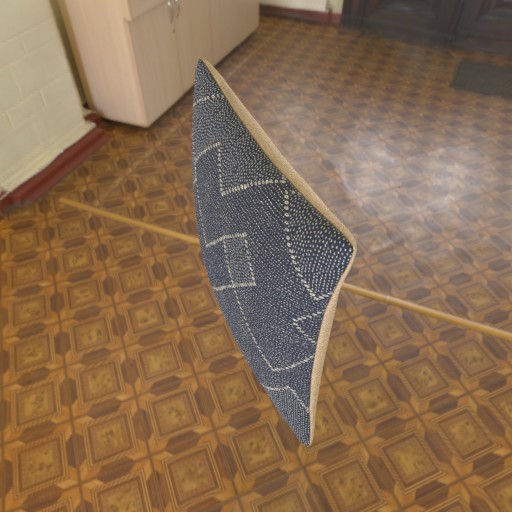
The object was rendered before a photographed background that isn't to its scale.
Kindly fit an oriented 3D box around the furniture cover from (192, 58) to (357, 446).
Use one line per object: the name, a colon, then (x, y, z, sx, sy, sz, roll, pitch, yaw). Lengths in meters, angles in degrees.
furniture cover: (0.000, 0.000, 0.784, 0.162, 0.503, 0.511, -17, 48, -16)
